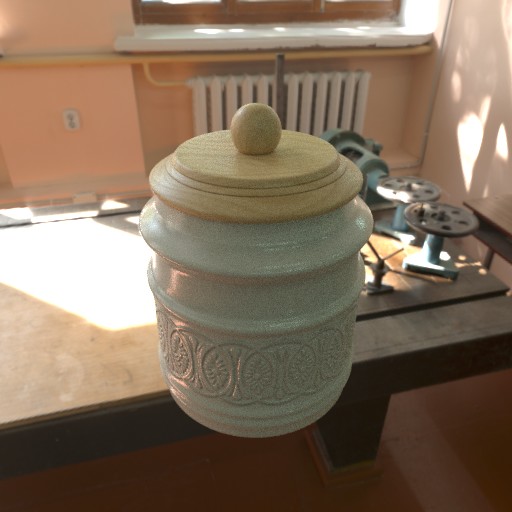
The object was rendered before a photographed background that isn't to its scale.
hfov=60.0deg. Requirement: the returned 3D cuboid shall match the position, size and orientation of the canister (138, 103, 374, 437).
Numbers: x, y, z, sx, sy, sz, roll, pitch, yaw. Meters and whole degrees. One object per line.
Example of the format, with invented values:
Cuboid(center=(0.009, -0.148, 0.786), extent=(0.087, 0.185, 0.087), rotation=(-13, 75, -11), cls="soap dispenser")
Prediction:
Cuboid(center=(0.000, 0.000, 0.266), extent=(0.130, 0.176, 0.130), rotation=(0, 31, 0), cls="canister")
